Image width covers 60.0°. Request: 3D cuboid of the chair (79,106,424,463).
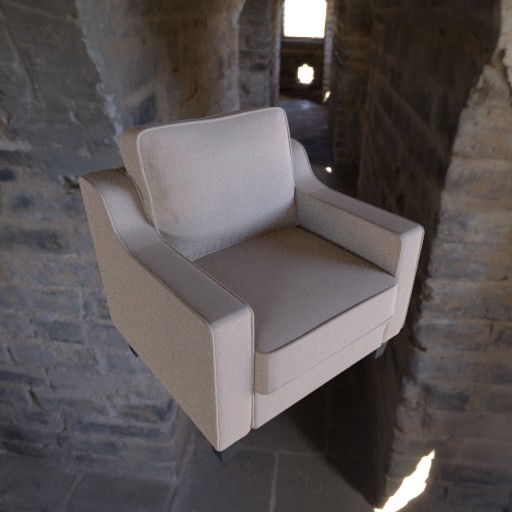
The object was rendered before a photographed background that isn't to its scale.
[{"bbox_3d":[0.000,0.000,1.666,0.922,0.948,0.882,-22,36,-33],"label":"chair"}]
